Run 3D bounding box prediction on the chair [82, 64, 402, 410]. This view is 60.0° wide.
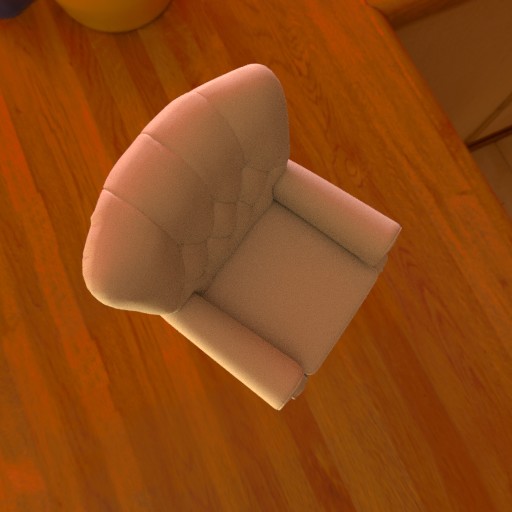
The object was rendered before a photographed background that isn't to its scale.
[{"bbox_3d":[0.000,0.000,2.103,1.128,1.217,1.090,35,79,8],"label":"chair"}]
